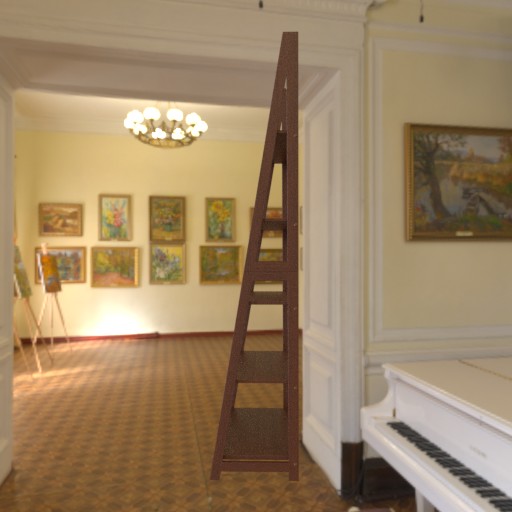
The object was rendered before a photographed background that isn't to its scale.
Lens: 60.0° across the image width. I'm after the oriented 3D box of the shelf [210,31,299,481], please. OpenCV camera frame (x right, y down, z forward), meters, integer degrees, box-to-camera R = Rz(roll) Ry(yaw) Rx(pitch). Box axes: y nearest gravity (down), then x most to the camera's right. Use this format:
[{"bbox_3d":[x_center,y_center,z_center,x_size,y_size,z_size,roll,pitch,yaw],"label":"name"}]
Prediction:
[{"bbox_3d":[0.000,0.000,2.046,0.350,1.770,0.600,0,0,1],"label":"shelf"}]
